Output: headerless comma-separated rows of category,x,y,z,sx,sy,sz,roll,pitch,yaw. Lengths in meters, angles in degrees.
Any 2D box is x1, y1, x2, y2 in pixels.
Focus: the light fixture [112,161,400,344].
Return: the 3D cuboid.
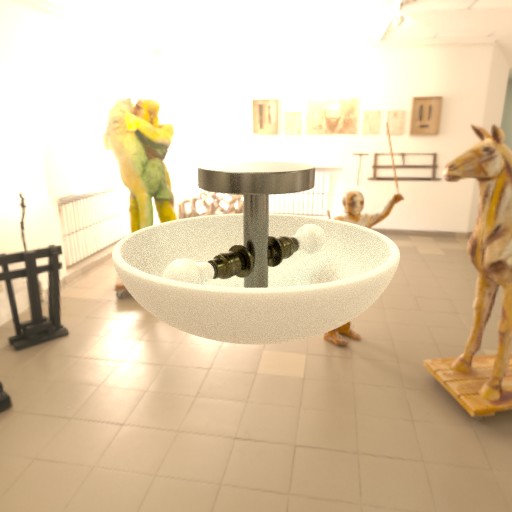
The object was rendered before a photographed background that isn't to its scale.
light fixture,0.000,0.000,0.536,0.330,0.214,0.330,0,17,0
